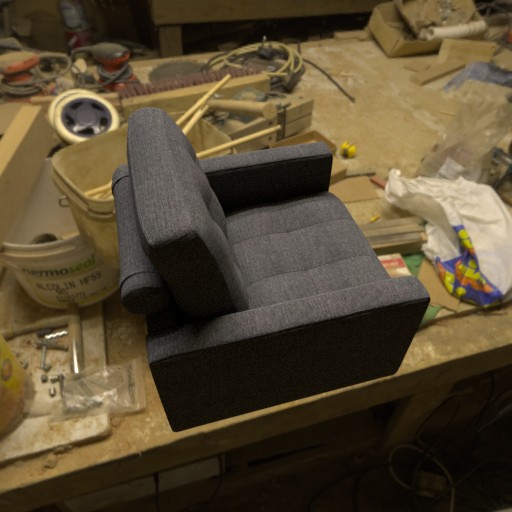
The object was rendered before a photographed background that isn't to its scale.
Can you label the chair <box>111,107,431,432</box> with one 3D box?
[{"bbox_3d":[0.000,0.000,1.507,0.843,0.880,0.821,-11,48,-10],"label":"chair"}]
